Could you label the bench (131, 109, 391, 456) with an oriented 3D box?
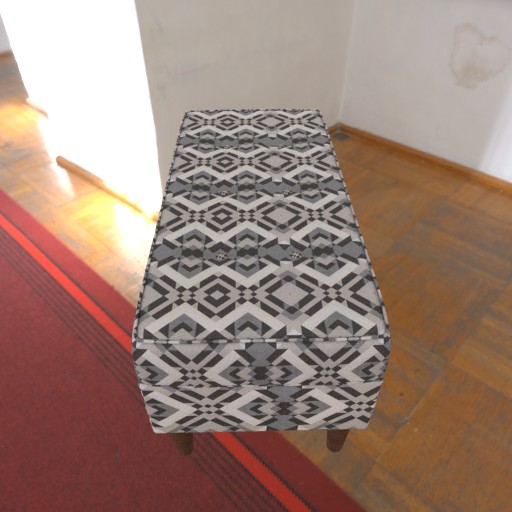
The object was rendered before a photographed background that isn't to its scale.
[{"bbox_3d":[0.000,0.000,1.304,0.492,0.477,1.016,-1,41,-1],"label":"bench"}]
